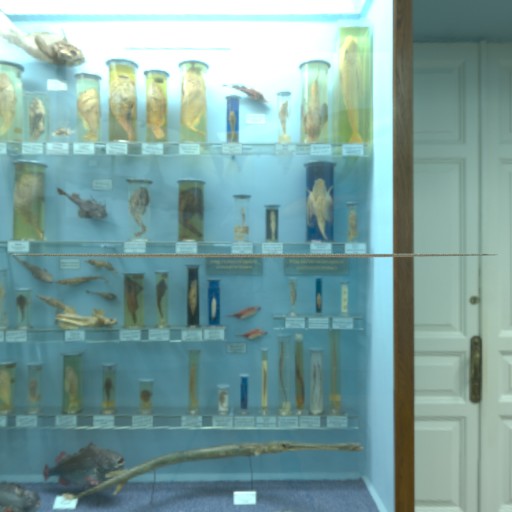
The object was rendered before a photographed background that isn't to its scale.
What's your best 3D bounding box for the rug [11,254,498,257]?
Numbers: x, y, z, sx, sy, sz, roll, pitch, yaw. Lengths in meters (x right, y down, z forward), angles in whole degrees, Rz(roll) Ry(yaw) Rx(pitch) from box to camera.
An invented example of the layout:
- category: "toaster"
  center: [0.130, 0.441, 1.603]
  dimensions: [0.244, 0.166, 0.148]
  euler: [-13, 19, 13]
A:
- category: "rug"
  center: [0.000, 0.000, 3.958]
  dimensions: [3.043, 0.013, 2.444]
  euler: [0, 0, 1]
